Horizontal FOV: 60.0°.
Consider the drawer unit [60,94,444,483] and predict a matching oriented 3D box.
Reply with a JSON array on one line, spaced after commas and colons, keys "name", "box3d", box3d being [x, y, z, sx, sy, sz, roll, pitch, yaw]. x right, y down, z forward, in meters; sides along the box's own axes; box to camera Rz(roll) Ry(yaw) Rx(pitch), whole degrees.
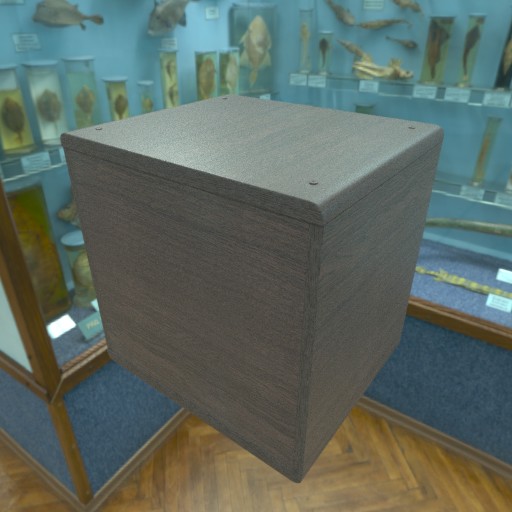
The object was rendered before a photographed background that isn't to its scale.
[{"name": "drawer unit", "box3d": [0.000, 0.000, 0.599, 0.344, 0.344, 0.290, 21, 36, 31]}]
